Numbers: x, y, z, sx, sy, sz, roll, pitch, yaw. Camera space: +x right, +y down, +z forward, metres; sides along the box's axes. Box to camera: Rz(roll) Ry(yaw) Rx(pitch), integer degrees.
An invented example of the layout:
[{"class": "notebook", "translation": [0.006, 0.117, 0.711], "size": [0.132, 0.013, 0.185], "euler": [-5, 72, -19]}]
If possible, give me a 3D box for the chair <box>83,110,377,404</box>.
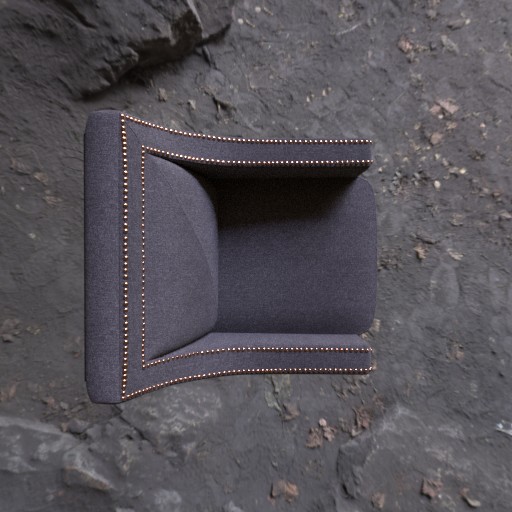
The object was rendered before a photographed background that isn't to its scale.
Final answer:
[{"class": "chair", "translation": [0.000, 0.000, 1.610], "size": [0.884, 0.967, 0.776], "euler": [0, 91, 0]}]
